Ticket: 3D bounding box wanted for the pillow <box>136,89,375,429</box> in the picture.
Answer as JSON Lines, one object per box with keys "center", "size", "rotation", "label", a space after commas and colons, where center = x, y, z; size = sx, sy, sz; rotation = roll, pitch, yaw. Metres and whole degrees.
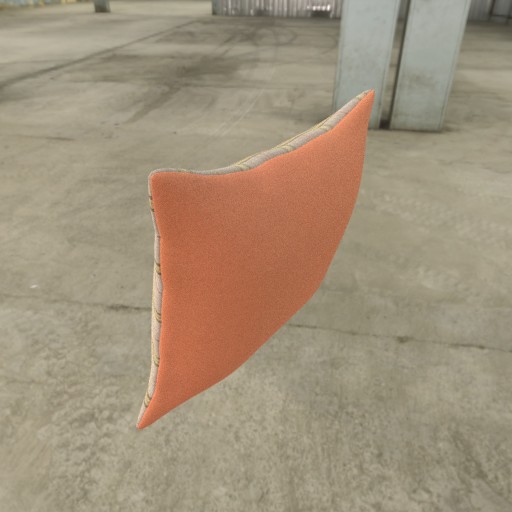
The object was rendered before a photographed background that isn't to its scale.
{"center": [0.000, 0.000, 0.672], "size": [0.200, 0.430, 0.453], "rotation": [21, 38, 31], "label": "pillow"}
